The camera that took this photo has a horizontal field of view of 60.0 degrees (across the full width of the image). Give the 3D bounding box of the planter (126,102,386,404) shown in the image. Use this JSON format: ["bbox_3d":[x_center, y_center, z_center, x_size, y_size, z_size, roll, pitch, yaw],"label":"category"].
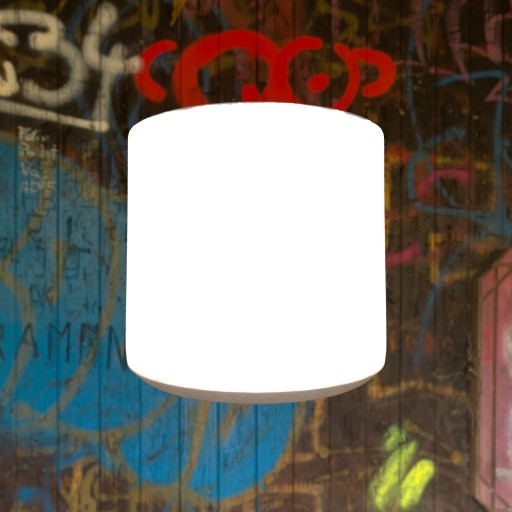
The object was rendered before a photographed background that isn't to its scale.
[{"bbox_3d":[0.000,0.000,0.392,0.221,0.201,0.221,0,0,0],"label":"planter"}]
